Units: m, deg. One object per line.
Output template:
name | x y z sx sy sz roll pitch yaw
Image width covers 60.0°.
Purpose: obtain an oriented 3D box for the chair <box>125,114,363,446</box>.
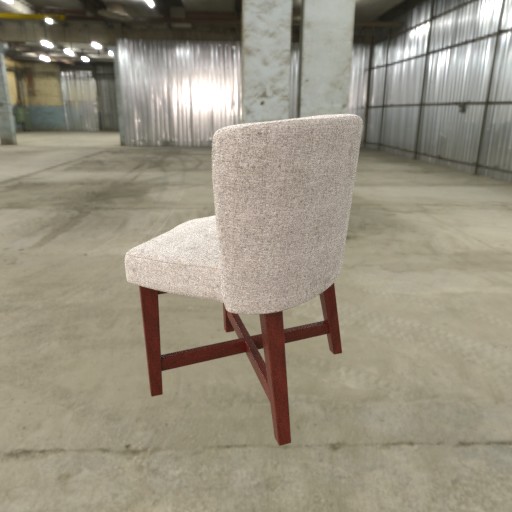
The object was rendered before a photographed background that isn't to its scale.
chair | 0.000 0.000 1.359 0.575 0.827 0.728 8 19 24
